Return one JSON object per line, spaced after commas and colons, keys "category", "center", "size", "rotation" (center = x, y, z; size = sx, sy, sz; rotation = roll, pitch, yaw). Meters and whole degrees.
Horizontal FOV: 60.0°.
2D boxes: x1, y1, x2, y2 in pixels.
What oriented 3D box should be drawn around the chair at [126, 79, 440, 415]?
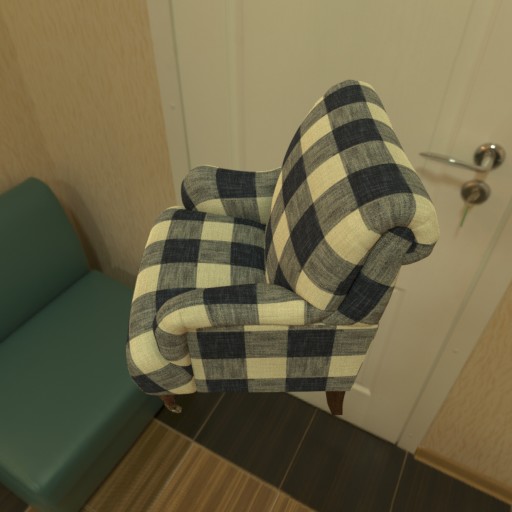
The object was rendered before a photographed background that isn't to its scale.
{"category": "chair", "center": [0.000, 0.000, 1.536], "size": [0.848, 0.953, 0.781], "rotation": [0, 43, 0]}
